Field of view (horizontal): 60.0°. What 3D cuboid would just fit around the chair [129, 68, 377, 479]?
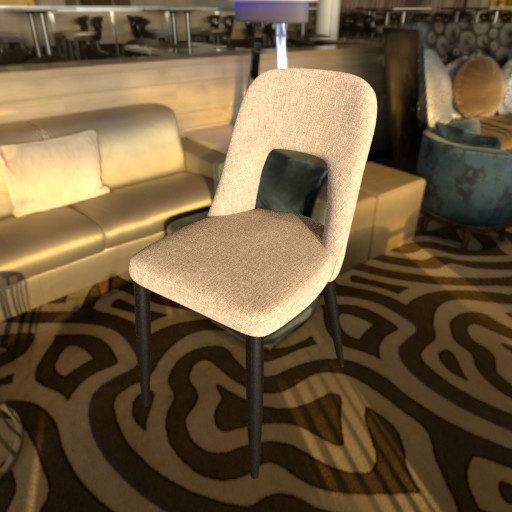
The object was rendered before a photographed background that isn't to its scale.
[{"bbox_3d":[0.000,0.000,1.253,0.470,0.931,0.612,19,34,31],"label":"chair"}]
